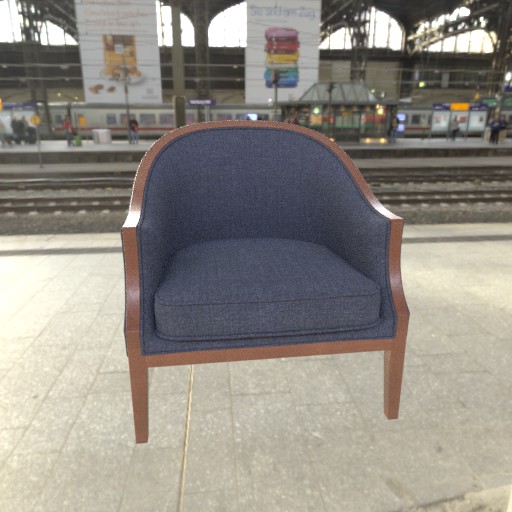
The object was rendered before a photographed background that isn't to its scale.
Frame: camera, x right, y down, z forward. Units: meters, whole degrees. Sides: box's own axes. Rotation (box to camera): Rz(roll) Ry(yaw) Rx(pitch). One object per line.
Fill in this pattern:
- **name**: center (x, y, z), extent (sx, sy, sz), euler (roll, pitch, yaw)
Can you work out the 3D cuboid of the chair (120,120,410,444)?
- **chair**: center (0.000, 0.000, 1.483), extent (0.803, 0.876, 0.735), euler (-2, 17, -8)
